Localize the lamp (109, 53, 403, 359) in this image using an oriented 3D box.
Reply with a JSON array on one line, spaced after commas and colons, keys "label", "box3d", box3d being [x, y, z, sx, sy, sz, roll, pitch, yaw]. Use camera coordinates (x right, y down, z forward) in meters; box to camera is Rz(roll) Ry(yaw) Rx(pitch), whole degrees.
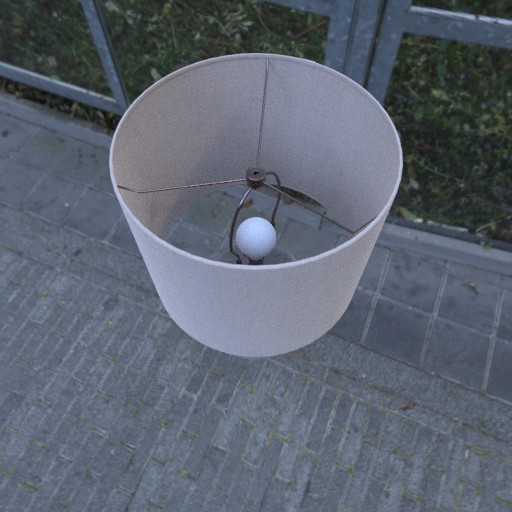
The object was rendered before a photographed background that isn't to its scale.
[{"label": "lamp", "box3d": [0.000, 0.000, 0.585, 0.269, 0.409, 0.269, 32, 64, 18]}]
